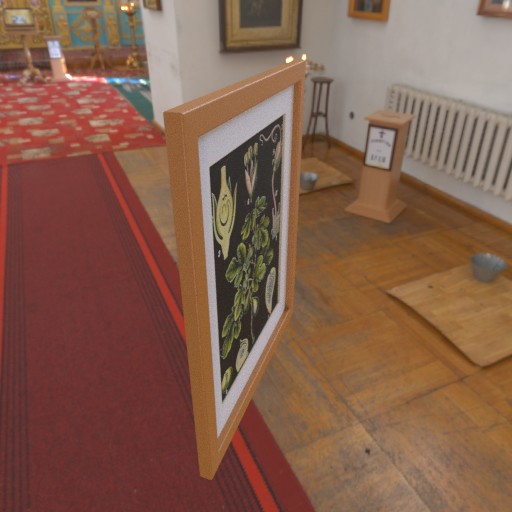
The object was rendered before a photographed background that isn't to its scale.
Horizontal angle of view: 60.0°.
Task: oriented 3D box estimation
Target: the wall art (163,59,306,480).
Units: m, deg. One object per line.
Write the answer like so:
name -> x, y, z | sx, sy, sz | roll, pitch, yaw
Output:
wall art -> 0.000, 0.000, 0.734 | 0.022, 0.553, 0.452 | 10, 32, 17
